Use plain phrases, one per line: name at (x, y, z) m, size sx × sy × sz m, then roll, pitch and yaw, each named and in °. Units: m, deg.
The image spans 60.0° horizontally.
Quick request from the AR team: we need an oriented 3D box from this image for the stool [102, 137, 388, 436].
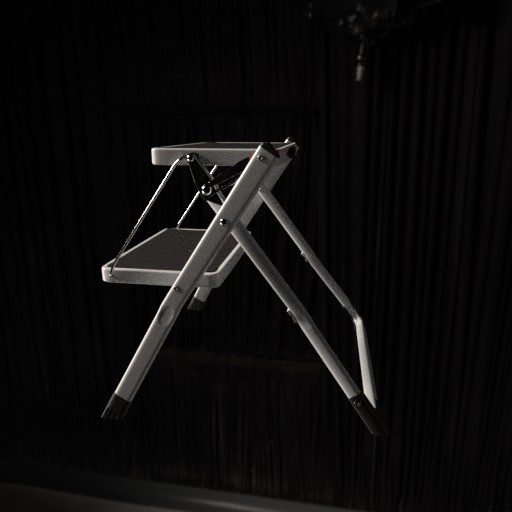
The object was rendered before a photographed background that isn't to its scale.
stool at (0.000, 0.000, 0.870) m, size 0.490 × 0.445 × 0.485 m, roll 3°, pitch 16°, yaw 9°
